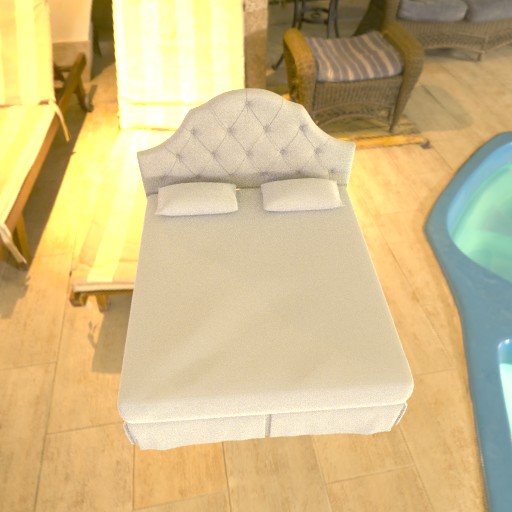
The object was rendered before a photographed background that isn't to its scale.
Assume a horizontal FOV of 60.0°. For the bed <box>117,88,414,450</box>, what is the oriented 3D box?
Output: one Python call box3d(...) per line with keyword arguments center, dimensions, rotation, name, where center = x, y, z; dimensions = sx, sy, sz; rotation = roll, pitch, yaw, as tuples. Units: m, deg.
box3d(center=(0.000, 0.000, 3.394), dimensions=(2.008, 1.615, 2.214), rotation=(-3, 47, -3), name="bed")
